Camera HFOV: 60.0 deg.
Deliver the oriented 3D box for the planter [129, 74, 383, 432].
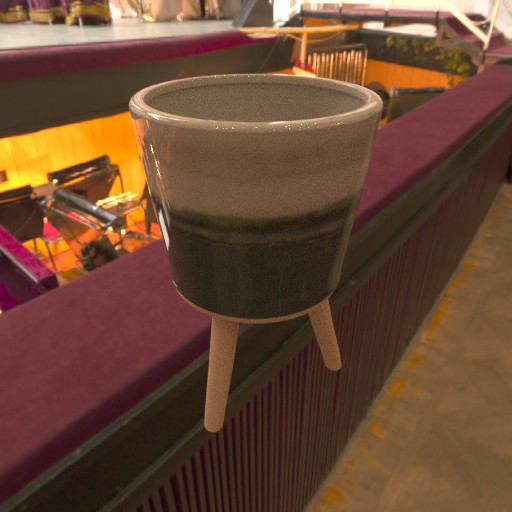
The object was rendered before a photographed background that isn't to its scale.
[{"bbox_3d":[0.000,0.000,0.472,0.217,0.331,0.217,24,39,34],"label":"planter"}]
